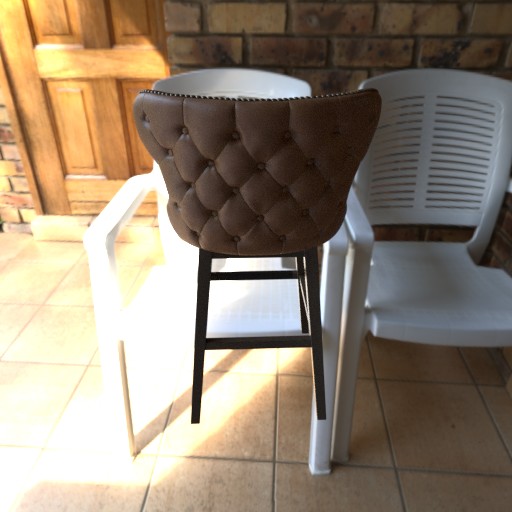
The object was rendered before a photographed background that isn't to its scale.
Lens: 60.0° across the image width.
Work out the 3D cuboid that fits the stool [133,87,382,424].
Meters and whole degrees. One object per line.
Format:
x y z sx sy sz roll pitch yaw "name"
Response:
0.000 0.000 1.422 0.591 1.087 0.606 -1 31 -2 "stool"
